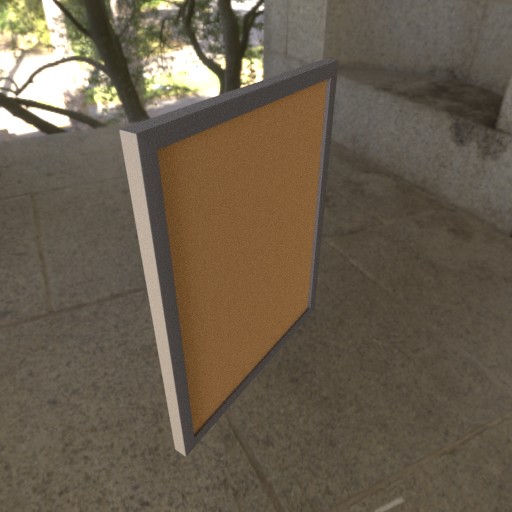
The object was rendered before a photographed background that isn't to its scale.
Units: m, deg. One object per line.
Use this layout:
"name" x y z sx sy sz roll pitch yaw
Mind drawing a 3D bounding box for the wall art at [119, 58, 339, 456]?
"wall art" 0.000 0.000 0.758 0.029 0.558 0.458 21 39 28
